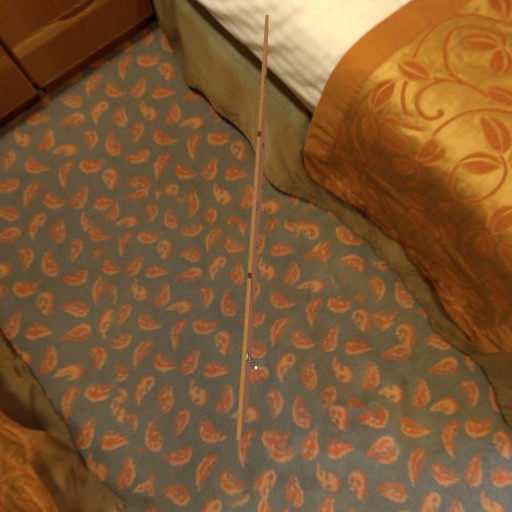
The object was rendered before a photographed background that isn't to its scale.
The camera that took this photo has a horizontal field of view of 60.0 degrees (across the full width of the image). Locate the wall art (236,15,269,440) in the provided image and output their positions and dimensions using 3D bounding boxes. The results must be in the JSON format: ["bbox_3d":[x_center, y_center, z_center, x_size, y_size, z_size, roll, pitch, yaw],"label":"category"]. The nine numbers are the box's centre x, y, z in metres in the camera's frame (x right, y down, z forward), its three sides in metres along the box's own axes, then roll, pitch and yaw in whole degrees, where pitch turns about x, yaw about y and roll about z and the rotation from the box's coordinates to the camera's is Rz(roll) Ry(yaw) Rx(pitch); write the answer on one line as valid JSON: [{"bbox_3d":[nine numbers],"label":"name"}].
[{"bbox_3d":[0.000,0.000,2.252,0.023,1.522,1.526,3,76,1],"label":"wall art"}]
